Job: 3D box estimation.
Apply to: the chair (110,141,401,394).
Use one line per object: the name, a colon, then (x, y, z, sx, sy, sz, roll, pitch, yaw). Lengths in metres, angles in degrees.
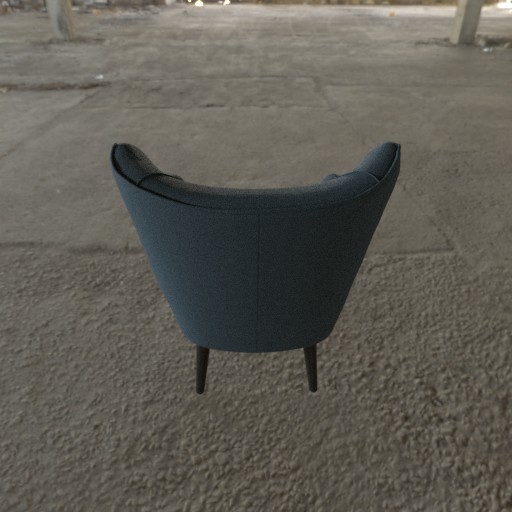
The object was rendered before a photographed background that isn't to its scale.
chair: (0.000, 0.000, 1.582, 0.781, 0.933, 0.888, -1, 32, -1)
